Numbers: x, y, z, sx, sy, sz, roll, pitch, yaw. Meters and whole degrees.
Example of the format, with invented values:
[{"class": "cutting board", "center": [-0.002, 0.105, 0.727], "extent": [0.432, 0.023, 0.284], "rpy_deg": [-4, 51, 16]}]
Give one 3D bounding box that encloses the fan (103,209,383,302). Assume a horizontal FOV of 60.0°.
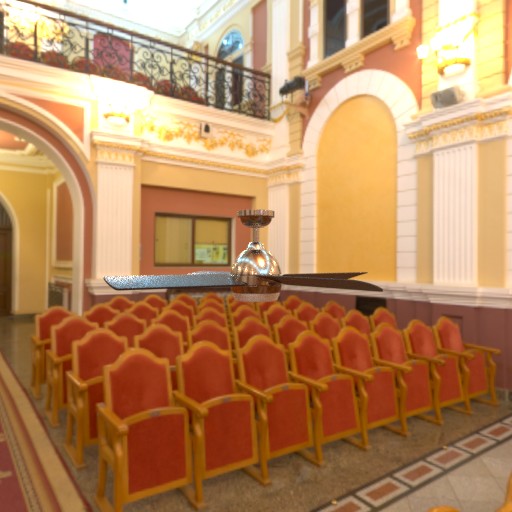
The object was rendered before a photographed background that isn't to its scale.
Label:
[{"class": "fan", "center": [0.000, 0.000, 2.006], "extent": [1.332, 0.403, 1.332], "rpy_deg": [0, -1, -34]}]
